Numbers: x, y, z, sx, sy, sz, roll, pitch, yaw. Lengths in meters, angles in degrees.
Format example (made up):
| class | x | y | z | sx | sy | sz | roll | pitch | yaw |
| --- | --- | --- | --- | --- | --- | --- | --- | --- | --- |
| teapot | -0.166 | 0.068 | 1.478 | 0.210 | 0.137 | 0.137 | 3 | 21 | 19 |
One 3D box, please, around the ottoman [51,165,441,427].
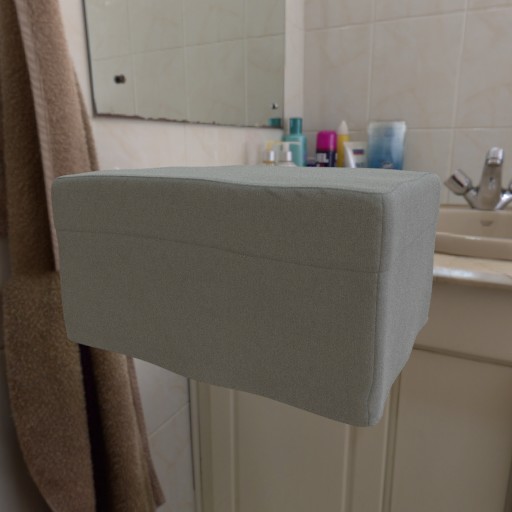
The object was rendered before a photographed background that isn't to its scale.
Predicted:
| class | x | y | z | sx | sy | sz | roll | pitch | yaw |
| --- | --- | --- | --- | --- | --- | --- | --- | --- | --- |
| ottoman | 0.000 | 0.000 | 1.200 | 0.833 | 0.461 | 0.648 | 7 | 15 | 28 |
